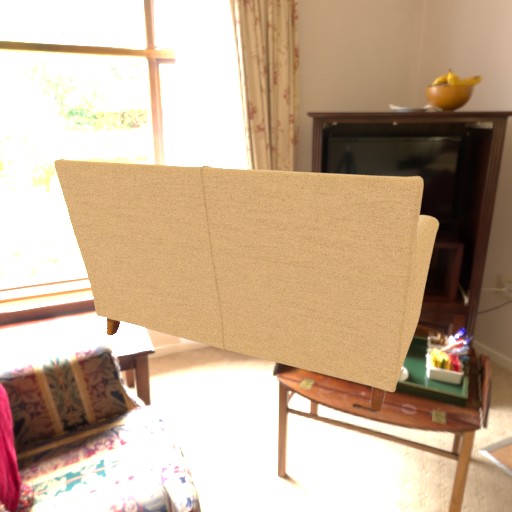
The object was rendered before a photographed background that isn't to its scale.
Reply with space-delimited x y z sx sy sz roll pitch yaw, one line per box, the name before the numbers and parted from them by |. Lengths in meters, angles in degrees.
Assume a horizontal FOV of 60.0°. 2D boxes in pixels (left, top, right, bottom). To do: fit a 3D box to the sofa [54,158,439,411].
sofa | 0.000 0.000 2.047 1.482 0.892 0.891 8 19 26
